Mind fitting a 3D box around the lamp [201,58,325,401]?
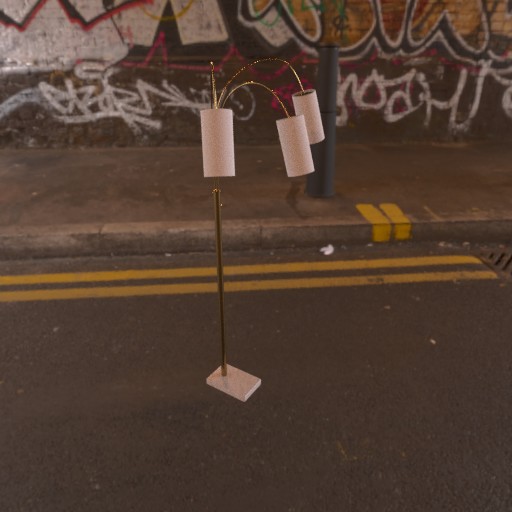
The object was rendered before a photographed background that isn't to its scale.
[{"bbox_3d":[0.000,0.000,2.540,0.667,2.055,1.020,16,30,29],"label":"lamp"}]
